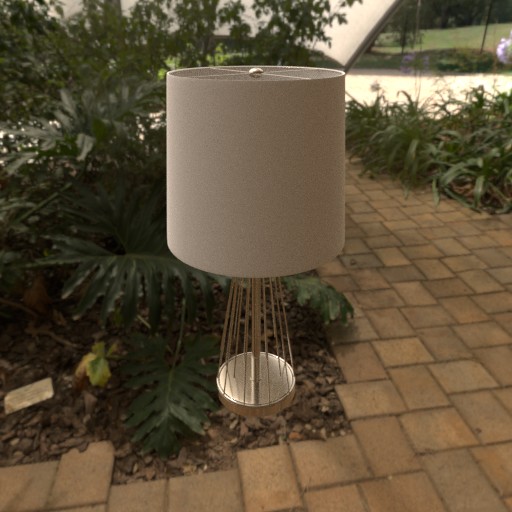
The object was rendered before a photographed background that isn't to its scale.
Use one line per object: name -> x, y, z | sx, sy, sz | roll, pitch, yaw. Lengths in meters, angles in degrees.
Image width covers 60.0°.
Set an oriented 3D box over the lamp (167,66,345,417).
lamp -> 0.000, 0.000, 0.788 | 0.303, 0.618, 0.303 | 0, 27, 0
